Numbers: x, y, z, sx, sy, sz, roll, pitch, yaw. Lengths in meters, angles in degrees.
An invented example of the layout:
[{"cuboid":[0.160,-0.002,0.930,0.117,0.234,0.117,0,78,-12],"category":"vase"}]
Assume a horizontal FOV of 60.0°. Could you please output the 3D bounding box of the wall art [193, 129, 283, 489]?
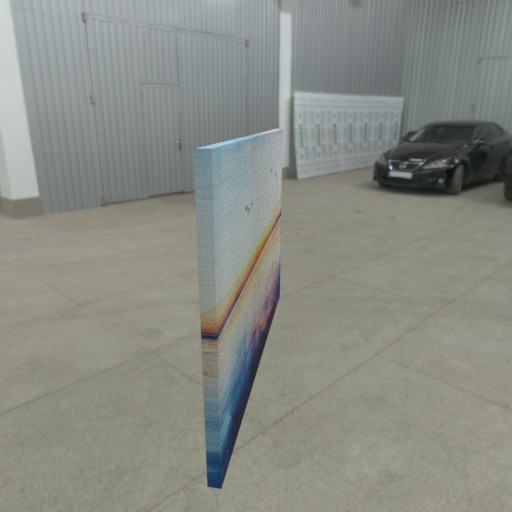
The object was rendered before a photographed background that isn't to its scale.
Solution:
[{"cuboid":[0.000,0.000,0.760,0.018,0.402,0.604,3,18,9],"category":"wall art"}]
